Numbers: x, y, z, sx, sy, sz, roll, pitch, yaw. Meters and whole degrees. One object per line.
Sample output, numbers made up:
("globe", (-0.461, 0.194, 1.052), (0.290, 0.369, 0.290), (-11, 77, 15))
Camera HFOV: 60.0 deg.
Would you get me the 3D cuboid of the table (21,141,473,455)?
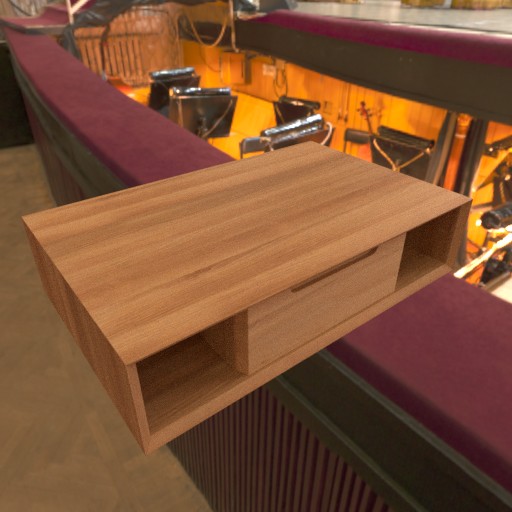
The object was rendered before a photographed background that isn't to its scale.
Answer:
("table", (0.000, 0.000, 1.363), (1.100, 0.330, 0.700), (-22, 39, -31))
